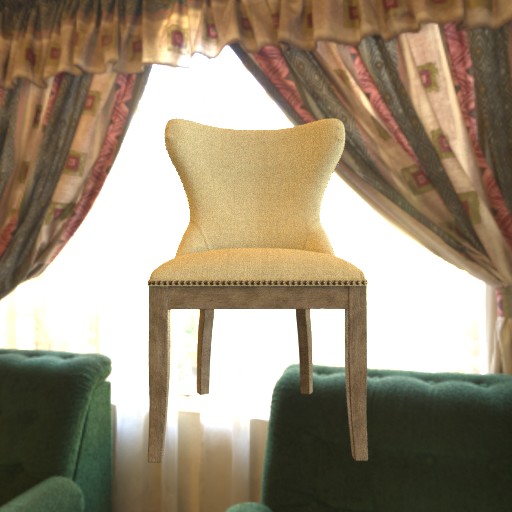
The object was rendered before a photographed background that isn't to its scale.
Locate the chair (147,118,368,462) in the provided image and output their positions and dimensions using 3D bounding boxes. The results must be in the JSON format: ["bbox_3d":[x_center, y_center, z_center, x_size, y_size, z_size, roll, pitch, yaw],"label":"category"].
[{"bbox_3d":[0.000,0.000,1.412,0.654,1.002,0.681,0,0,-1],"label":"chair"}]
